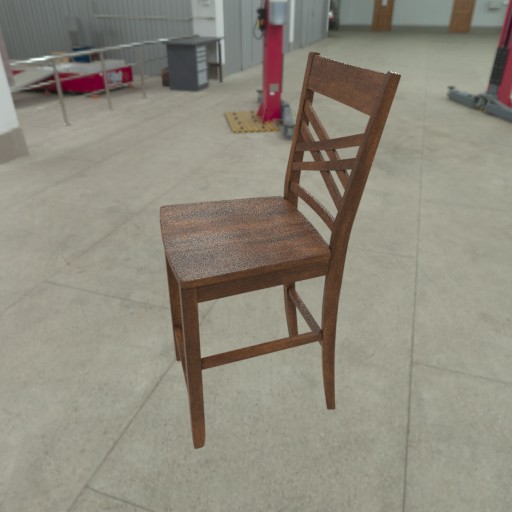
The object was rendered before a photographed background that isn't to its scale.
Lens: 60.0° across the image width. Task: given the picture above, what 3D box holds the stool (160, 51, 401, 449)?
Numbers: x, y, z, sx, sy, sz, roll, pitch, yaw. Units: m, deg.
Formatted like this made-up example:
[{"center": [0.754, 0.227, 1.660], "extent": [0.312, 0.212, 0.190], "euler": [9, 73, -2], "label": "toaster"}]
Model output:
[{"center": [0.000, 0.000, 1.344], "extent": [0.539, 1.079, 0.462], "euler": [-8, 31, -14], "label": "stool"}]
